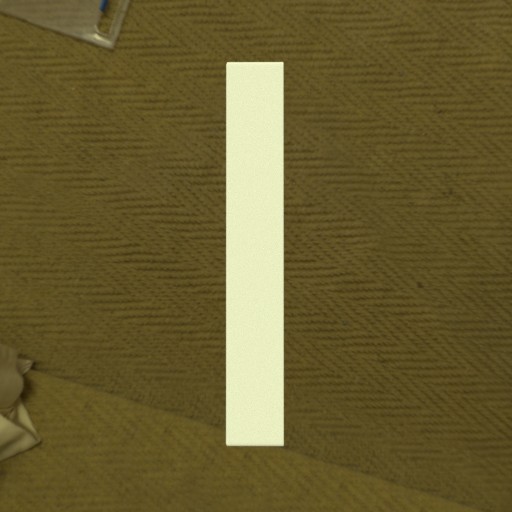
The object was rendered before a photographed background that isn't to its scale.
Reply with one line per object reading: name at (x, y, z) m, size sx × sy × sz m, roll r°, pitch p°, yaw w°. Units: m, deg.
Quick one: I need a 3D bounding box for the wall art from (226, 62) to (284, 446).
wall art at (0.000, 0.000, 0.482) m, size 0.039 × 0.381 × 0.252 m, roll 0°, pitch 89°, yaw 0°
